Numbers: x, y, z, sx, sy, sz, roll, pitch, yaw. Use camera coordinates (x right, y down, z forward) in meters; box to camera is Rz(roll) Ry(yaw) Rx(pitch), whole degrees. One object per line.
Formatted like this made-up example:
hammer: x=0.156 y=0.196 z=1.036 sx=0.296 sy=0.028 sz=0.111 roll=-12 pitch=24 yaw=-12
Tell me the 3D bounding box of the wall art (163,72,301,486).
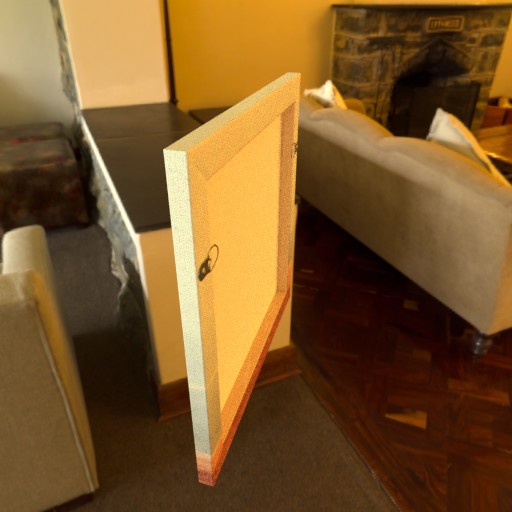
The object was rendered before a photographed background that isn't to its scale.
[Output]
wall art: x=0.000 y=0.000 z=0.886 sx=0.034 sy=0.605 sz=0.605 roll=9 pitch=31 yaw=14
